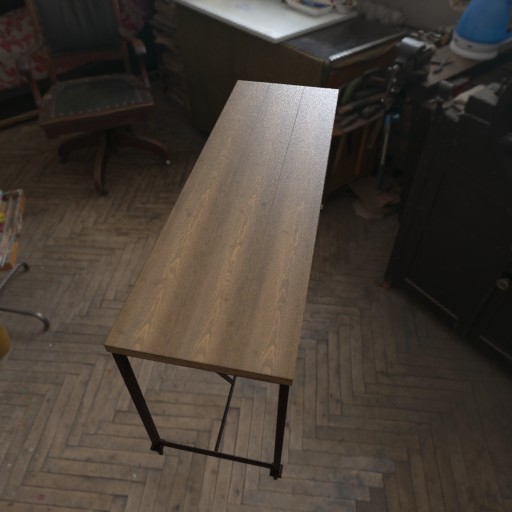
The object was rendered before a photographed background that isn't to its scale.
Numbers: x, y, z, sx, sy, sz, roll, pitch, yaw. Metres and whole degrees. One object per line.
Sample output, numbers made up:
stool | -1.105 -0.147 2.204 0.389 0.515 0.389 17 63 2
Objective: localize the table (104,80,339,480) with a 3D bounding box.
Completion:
table | 0.000 0.000 2.122 0.551 0.902 1.700 8 47 8
